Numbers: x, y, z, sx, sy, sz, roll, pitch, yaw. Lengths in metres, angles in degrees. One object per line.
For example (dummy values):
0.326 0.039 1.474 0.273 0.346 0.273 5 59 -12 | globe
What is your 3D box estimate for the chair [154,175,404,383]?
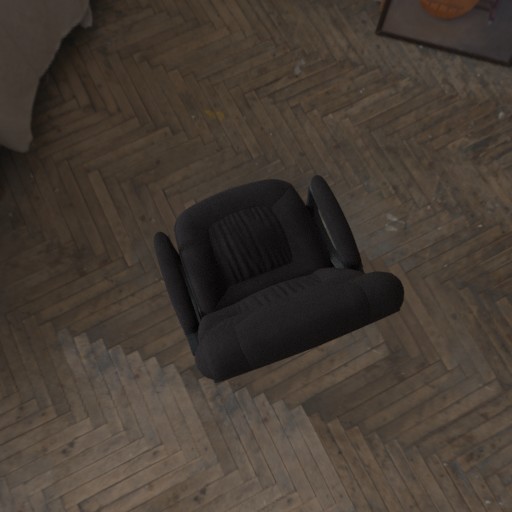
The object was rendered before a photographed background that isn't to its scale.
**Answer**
0.000 0.000 1.570 0.667 1.105 0.724 -20 77 -5 | chair
